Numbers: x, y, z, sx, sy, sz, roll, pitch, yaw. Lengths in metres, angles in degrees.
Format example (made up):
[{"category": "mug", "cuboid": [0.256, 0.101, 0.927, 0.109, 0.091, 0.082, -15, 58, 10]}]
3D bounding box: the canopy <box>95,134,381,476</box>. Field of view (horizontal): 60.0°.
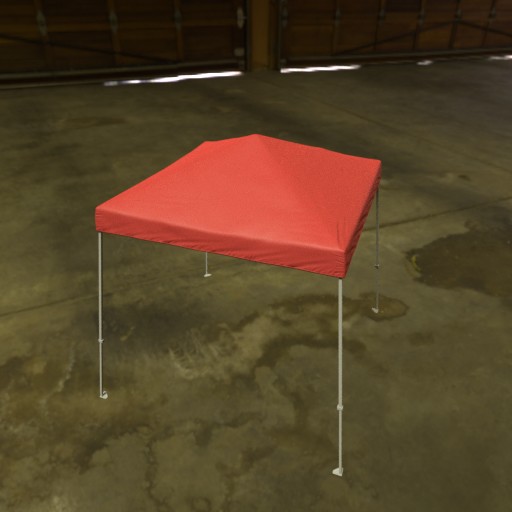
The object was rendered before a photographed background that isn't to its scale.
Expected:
[{"category": "canopy", "cuboid": [0.000, 0.000, 5.195, 2.848, 2.849, 2.849, 11, 32, 18]}]
